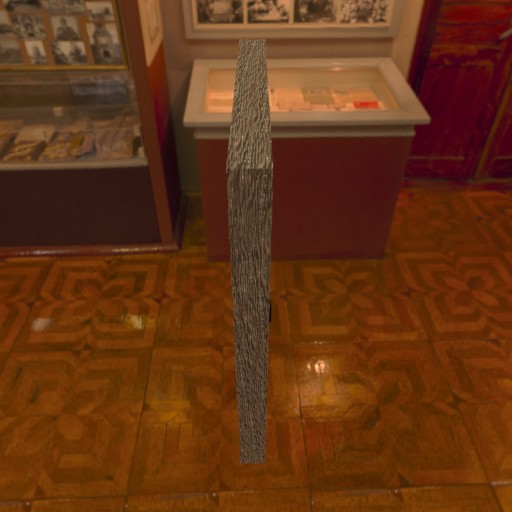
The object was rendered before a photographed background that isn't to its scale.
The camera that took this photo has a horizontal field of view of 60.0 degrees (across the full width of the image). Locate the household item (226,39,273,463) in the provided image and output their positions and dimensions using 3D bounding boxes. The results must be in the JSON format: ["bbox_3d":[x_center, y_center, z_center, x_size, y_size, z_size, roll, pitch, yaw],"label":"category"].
[{"bbox_3d":[0.000,0.000,0.276,0.020,0.210,0.160,0,40,0],"label":"household item"}]
